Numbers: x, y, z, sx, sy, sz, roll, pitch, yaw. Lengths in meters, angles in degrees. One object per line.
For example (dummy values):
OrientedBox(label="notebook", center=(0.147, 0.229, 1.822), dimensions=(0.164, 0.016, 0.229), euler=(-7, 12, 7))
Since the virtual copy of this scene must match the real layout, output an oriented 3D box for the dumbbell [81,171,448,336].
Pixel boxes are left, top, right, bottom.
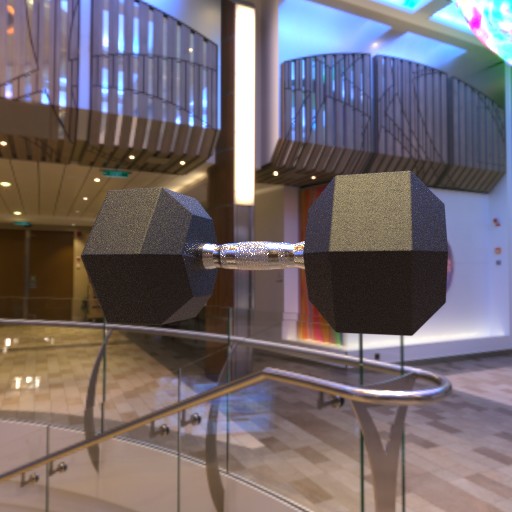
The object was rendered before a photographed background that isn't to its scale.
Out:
OrientedBox(label="dumbbell", center=(0.000, 0.000, 0.493), dimensions=(0.384, 0.150, 0.173), euler=(-1, -2, 18))
